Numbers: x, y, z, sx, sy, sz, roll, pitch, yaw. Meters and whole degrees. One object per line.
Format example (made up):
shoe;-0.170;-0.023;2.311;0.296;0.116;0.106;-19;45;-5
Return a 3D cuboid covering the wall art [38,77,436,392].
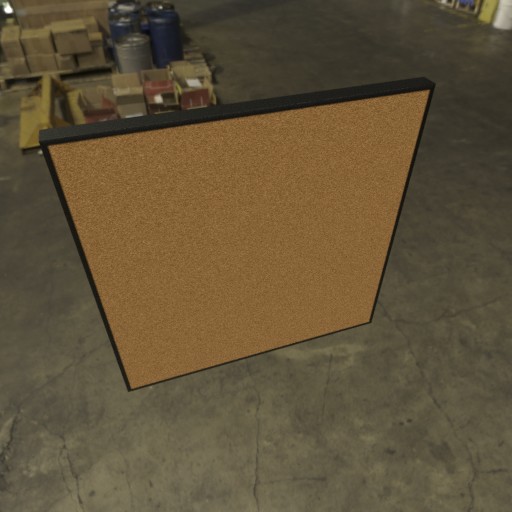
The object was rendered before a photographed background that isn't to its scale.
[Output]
wall art;0.000;0.000;1.090;0.769;0.766;0.042;-13;43;-14
